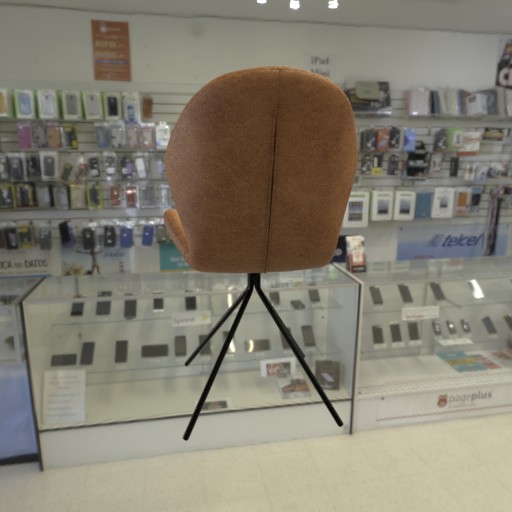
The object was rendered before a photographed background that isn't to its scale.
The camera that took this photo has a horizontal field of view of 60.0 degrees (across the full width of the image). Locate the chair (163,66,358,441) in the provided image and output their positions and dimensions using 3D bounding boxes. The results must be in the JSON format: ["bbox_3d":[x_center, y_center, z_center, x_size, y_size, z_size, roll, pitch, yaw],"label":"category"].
[{"bbox_3d":[0.000,0.000,1.289,0.527,0.929,0.640,-2,13,-8],"label":"chair"}]
